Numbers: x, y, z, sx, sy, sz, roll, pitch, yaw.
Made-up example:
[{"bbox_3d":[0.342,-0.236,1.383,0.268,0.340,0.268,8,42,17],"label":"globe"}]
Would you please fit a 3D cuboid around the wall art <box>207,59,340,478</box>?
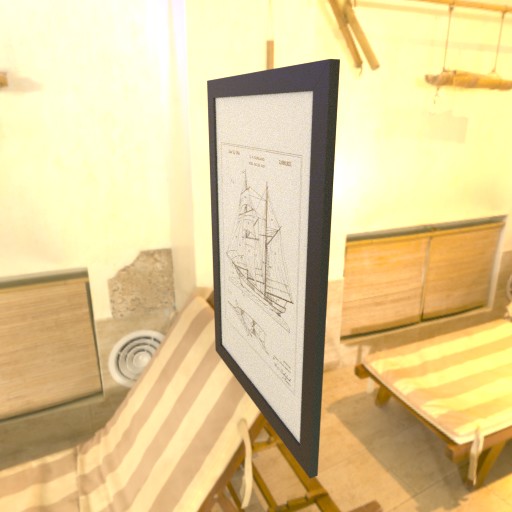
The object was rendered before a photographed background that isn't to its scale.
[{"bbox_3d":[0.000,0.000,0.696,0.013,0.534,0.381,-8,20,-24],"label":"wall art"}]
